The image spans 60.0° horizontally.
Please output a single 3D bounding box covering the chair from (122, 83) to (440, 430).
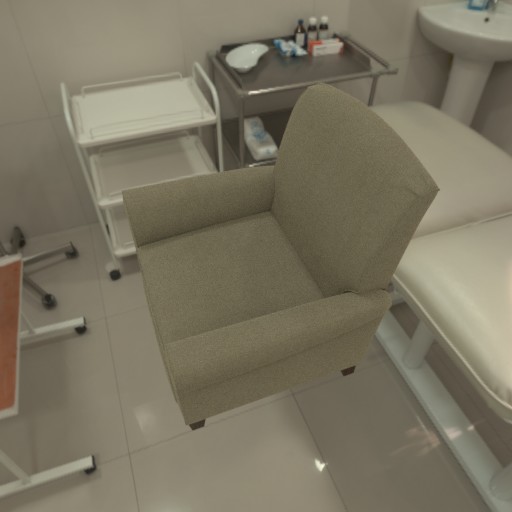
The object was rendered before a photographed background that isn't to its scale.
[{"bbox_3d":[0.000,0.000,1.753,0.905,1.061,0.978,-15,48,-14],"label":"chair"}]
